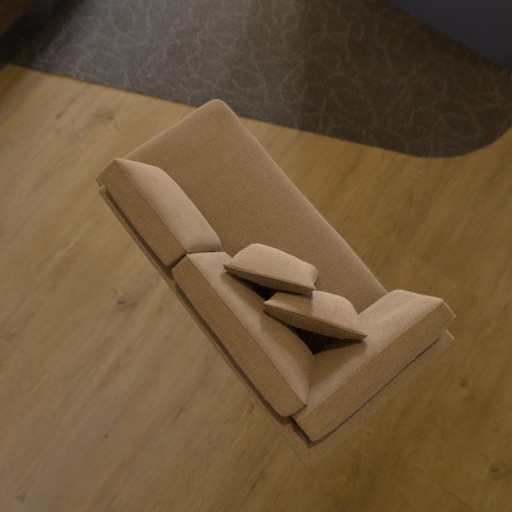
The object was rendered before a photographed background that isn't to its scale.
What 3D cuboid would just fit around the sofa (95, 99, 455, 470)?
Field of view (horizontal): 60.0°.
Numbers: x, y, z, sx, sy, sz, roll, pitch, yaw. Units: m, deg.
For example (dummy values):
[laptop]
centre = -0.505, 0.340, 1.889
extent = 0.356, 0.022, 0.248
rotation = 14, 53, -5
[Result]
[sofa]
centre = 0.000, 0.000, 2.846
extent = 1.110, 1.019, 2.238
rotation = -37, 78, -9
